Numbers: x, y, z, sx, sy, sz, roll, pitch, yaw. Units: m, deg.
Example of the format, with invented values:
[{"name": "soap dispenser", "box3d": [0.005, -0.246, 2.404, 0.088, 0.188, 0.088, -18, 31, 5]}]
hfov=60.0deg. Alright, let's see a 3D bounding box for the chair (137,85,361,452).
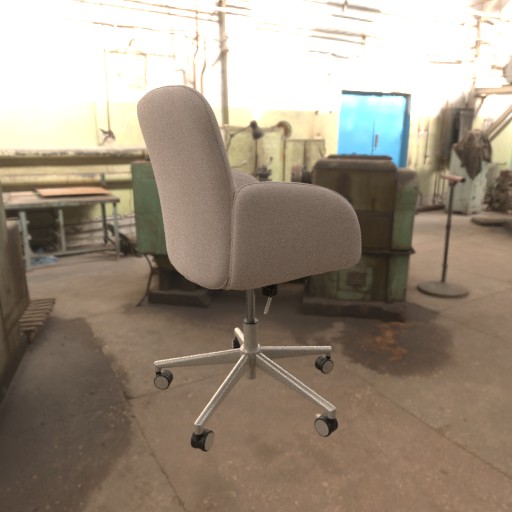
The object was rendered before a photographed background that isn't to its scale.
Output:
[{"name": "chair", "box3d": [0.000, 0.000, 1.393, 0.633, 0.959, 0.648, -8, 17, -27]}]
